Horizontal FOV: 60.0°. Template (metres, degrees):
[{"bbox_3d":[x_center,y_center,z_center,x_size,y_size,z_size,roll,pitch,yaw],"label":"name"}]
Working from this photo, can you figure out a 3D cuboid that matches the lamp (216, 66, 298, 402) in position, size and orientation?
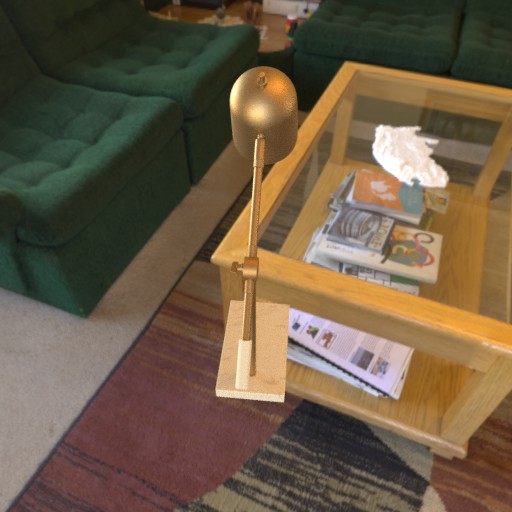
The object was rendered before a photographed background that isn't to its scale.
[{"bbox_3d":[0.000,0.000,0.814,0.144,0.603,0.471,4,46,4],"label":"lamp"}]
